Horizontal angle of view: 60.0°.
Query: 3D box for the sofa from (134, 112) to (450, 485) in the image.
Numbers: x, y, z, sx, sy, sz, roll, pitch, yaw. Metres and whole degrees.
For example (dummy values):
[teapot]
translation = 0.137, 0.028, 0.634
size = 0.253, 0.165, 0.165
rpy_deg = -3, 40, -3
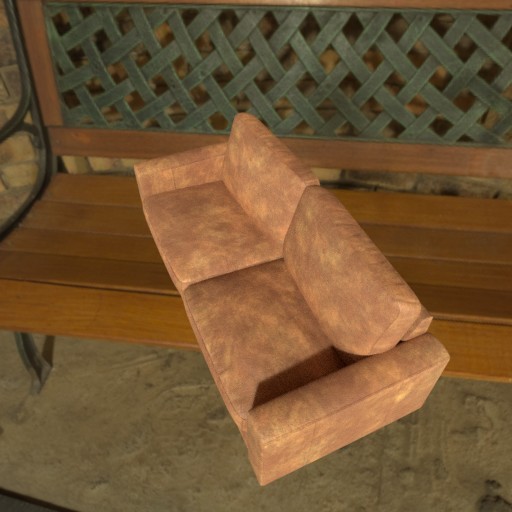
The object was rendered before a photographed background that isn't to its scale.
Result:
[sofa]
translation = 0.000, 0.000, 2.692
size = 1.016, 0.873, 2.179
rpy_deg = -18, 49, -17
